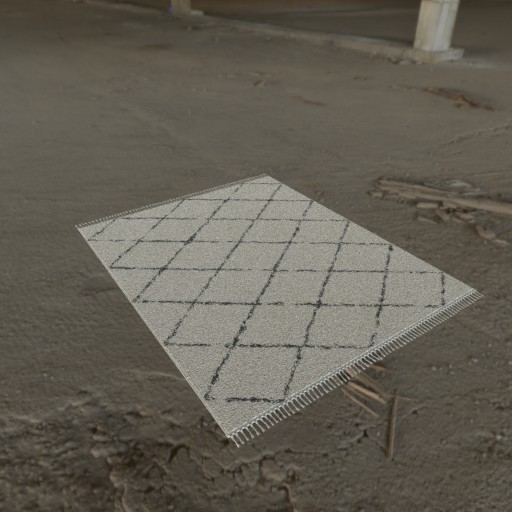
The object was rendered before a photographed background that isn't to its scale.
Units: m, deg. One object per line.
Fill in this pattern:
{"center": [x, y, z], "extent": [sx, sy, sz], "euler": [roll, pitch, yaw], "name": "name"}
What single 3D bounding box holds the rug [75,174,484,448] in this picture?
{"center": [0.000, 0.000, 4.041], "extent": [2.380, 0.013, 3.051], "euler": [-21, 38, -29], "name": "rug"}
